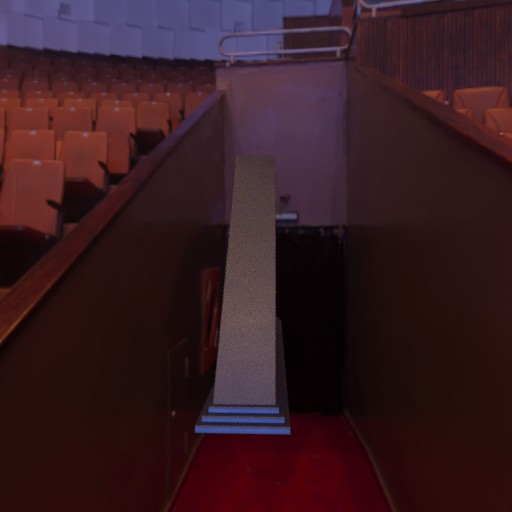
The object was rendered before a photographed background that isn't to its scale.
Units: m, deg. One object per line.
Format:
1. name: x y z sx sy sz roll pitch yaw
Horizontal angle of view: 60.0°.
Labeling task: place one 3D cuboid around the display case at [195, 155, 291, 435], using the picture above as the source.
1. display case: 0.000 0.000 0.755 0.095 0.340 0.640 0 1 2
